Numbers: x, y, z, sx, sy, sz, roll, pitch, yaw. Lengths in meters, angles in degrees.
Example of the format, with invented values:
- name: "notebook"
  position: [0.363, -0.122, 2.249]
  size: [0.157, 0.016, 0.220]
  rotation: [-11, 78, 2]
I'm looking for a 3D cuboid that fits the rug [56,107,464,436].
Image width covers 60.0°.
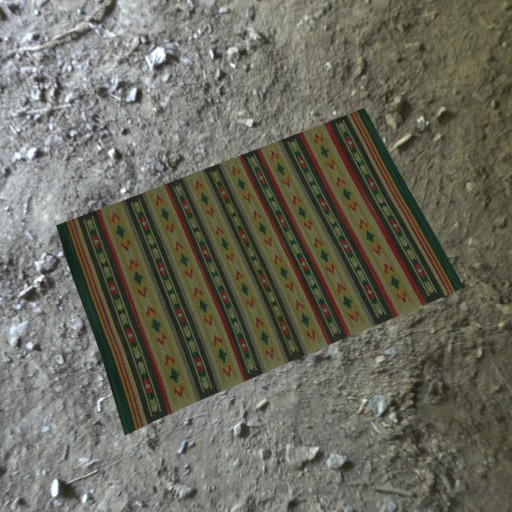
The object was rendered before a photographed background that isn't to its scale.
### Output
- name: "rug"
  position: [0.000, 0.000, 3.084]
  size: [2.447, 0.011, 1.520]
  rotation: [-22, 76, -6]
